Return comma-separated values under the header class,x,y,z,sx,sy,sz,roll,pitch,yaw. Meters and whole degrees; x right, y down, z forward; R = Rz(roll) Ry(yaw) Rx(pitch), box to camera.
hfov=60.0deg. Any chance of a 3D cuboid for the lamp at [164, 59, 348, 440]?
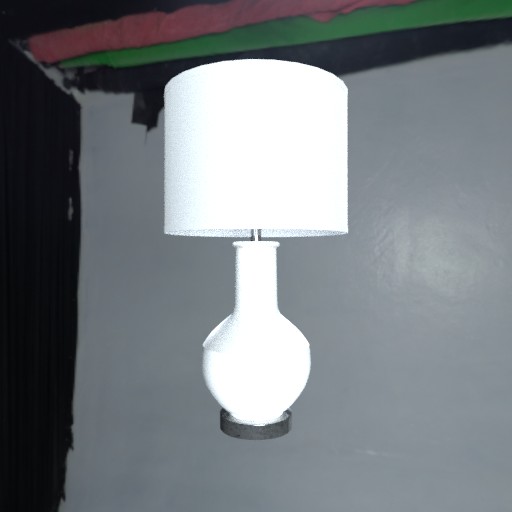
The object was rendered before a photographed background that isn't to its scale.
class,x,y,z,sx,sy,sz,roll,pitch,yaw
lamp,0.000,0.000,0.876,0.357,0.673,0.357,0,0,17
